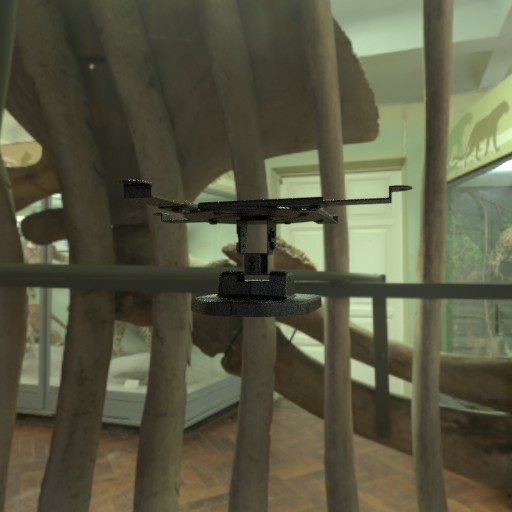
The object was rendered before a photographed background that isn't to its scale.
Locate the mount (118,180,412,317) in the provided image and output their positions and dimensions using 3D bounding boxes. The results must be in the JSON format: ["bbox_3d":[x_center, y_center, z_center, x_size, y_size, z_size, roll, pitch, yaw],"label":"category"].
[{"bbox_3d":[0.000,0.000,0.595,0.394,0.141,0.394,0,-1,18],"label":"mount"}]
